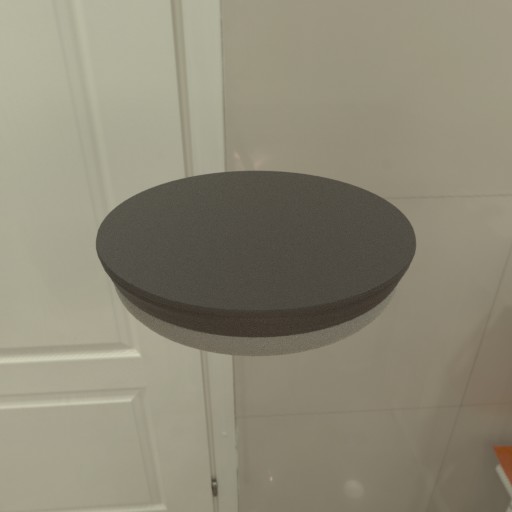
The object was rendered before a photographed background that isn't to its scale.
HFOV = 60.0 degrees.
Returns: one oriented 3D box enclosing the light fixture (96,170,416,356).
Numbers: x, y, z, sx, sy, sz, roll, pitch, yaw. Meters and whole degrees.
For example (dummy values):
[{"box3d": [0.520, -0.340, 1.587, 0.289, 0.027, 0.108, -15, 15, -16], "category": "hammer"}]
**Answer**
[{"box3d": [0.000, 0.000, 0.556, 0.368, 0.100, 0.368, 0, 29, 0], "category": "light fixture"}]
